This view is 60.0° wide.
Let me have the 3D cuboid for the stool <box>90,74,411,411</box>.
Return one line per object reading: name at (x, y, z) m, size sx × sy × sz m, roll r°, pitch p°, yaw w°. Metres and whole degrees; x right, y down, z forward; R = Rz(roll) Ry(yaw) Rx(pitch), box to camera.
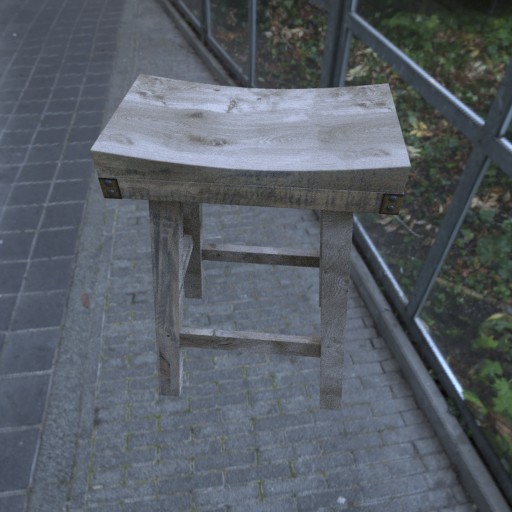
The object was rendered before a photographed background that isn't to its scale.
stool at (0.000, 0.000, 0.917) m, size 0.450 × 0.635 × 0.330 m, roll 4°, pitch 45°, yaw 4°
